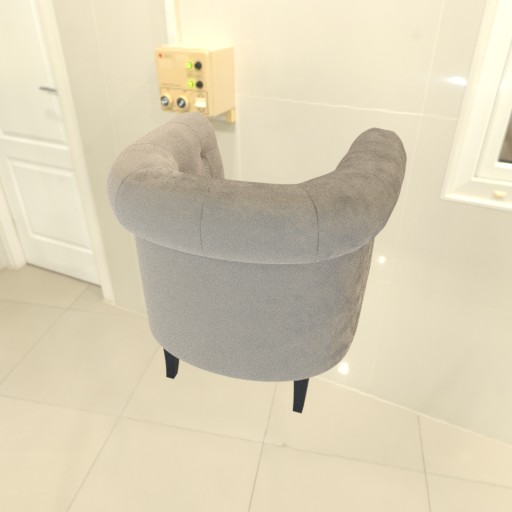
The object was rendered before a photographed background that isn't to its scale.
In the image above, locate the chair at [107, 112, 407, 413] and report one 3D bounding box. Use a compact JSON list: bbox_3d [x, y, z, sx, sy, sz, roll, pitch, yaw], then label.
[{"bbox_3d":[0.000,0.000,1.582,0.904,0.826,0.851,10,33,16],"label":"chair"}]
